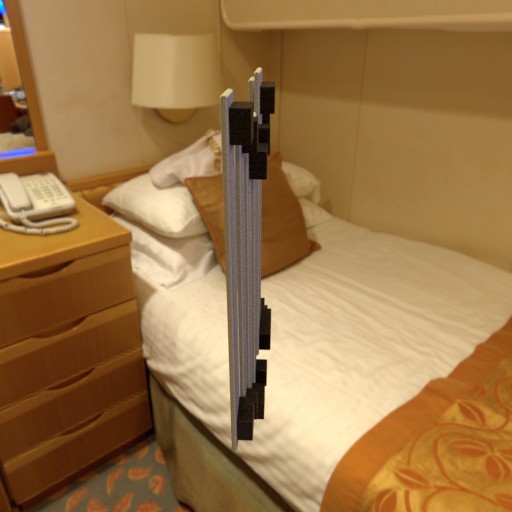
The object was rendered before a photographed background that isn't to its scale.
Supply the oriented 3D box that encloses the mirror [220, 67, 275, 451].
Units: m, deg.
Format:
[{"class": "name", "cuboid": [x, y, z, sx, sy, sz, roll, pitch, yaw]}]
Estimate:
[{"class": "mirror", "cuboid": [0.000, 0.000, 0.795, 0.058, 0.611, 0.445, 1, 26, 2]}]
